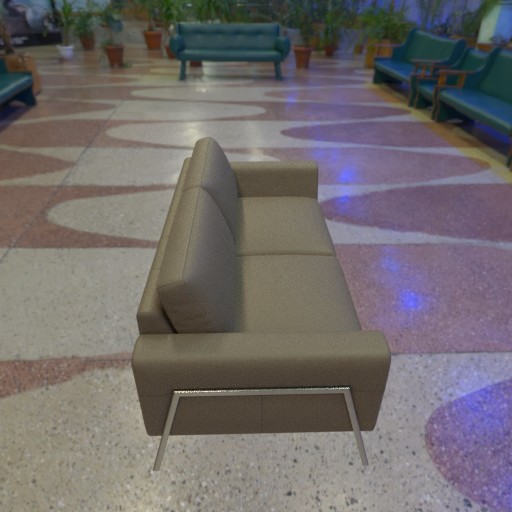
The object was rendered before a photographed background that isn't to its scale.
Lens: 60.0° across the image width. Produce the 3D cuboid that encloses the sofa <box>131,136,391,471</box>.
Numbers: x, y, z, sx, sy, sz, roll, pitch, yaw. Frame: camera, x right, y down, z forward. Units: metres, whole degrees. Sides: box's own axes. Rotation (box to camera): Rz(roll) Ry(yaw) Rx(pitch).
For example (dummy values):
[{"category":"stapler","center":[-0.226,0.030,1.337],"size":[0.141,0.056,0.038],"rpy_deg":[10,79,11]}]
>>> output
[{"category":"sofa","center":[0.000,0.000,2.514],"size":[0.953,0.875,2.017],"rpy_deg":[-1,32,-1]}]
